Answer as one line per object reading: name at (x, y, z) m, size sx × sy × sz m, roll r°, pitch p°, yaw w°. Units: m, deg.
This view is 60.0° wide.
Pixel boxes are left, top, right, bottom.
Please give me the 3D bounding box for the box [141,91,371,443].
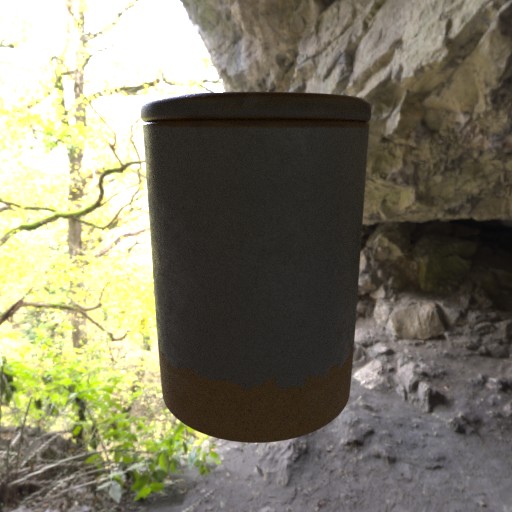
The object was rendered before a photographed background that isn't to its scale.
box at (0.000, 0.000, 0.254) m, size 0.118 × 0.168 × 0.118 m, roll 0°, pitch 15°, yaw 0°
